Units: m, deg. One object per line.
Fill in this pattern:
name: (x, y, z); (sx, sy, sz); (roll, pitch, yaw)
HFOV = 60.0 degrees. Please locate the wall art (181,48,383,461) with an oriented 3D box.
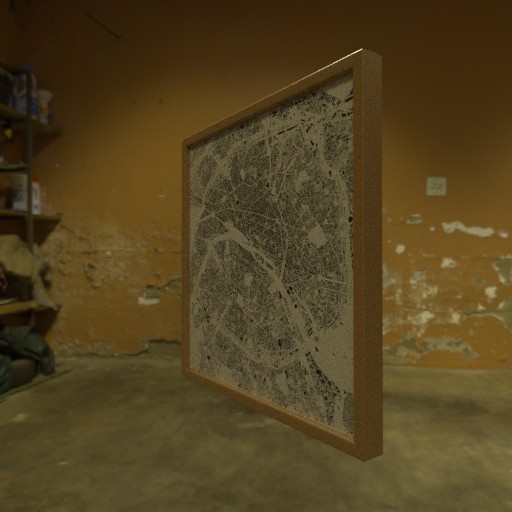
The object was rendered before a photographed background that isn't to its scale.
wall art: (0.000, 0.000, 0.762); (0.036, 0.509, 0.509); (0, -1, -35)
